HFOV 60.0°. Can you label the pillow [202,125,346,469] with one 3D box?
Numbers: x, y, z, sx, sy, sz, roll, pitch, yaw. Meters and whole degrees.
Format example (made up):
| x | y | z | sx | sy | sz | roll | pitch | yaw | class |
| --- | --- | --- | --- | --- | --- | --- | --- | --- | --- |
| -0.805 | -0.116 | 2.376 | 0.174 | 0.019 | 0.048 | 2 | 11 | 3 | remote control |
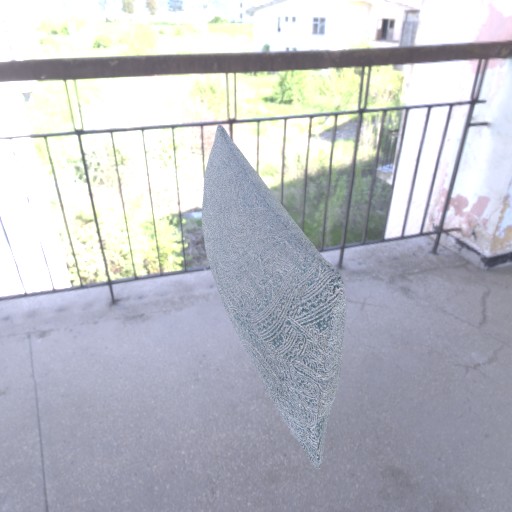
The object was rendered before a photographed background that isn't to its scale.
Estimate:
| x | y | z | sx | sy | sz | roll | pitch | yaw | class |
| --- | --- | --- | --- | --- | --- | --- | --- | --- | --- |
| 0.000 | 0.000 | 0.744 | 0.151 | 0.295 | 0.615 | -8 | 31 | -13 | pillow |
